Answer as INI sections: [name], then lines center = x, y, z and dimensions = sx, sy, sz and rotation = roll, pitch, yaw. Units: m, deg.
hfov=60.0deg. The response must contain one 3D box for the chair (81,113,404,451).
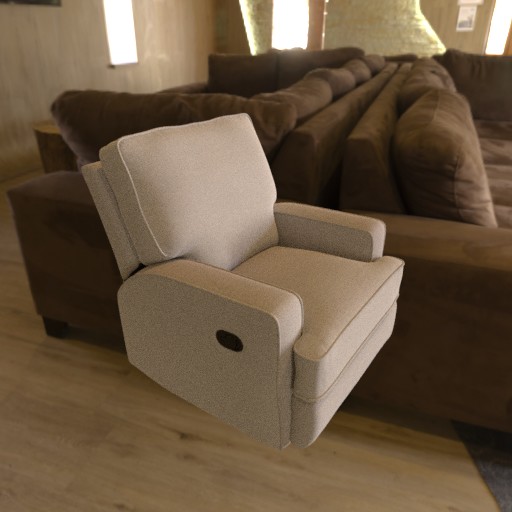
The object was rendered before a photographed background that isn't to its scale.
[chair]
center = 0.000, 0.000, 1.712
dimensions = 0.969, 0.964, 0.861
rotation = 17, 31, 31
